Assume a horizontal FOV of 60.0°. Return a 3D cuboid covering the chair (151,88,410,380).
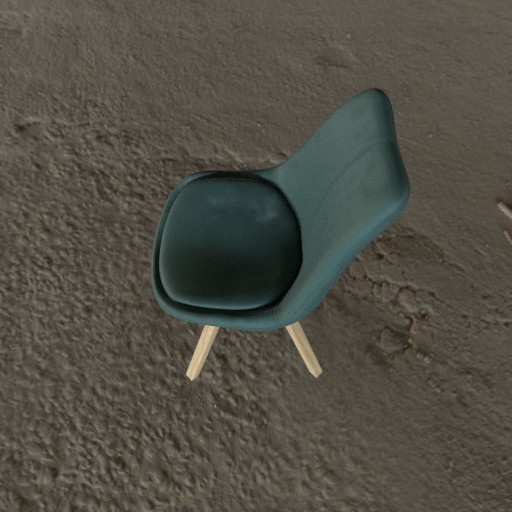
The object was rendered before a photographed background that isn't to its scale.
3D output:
[{"bbox_3d":[0.000,0.000,1.196,0.547,0.865,0.483,0,59,0],"label":"chair"}]
